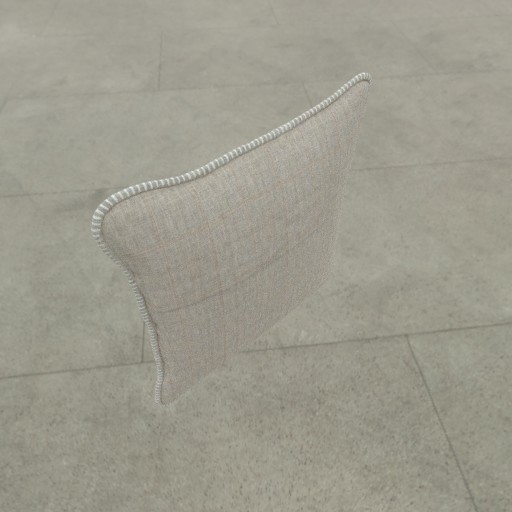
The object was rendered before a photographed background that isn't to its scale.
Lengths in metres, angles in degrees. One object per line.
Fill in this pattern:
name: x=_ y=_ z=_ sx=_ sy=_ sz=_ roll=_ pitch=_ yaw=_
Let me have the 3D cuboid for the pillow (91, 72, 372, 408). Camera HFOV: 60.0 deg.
pillow: x=0.000 y=0.000 z=0.748 sx=0.485 sy=0.494 sz=0.124 roll=-34 pitch=56 yaw=-27
